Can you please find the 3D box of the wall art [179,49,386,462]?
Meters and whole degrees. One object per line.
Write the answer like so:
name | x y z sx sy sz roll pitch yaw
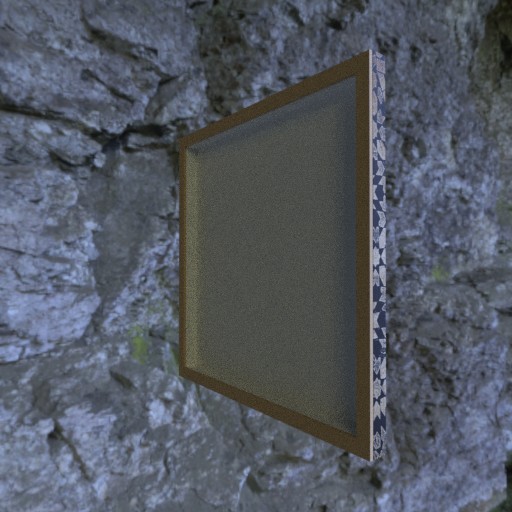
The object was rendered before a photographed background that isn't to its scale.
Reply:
wall art | 0.000 0.000 0.910 0.038 0.612 0.612 0 -1 -37
